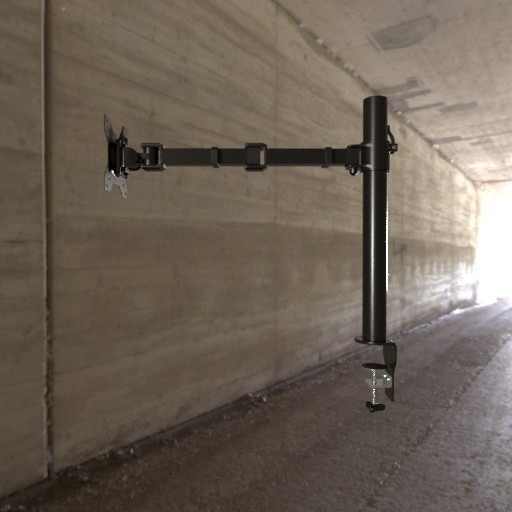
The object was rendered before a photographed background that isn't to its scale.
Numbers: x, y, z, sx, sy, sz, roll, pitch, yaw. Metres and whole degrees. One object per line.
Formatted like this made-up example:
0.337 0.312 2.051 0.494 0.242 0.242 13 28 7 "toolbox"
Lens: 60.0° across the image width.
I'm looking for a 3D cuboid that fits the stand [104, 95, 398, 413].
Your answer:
0.000 0.000 0.724 0.456 0.510 0.115 0 1 0 "stand"
